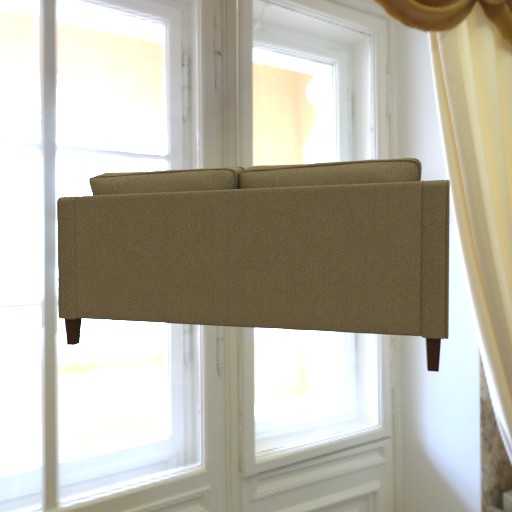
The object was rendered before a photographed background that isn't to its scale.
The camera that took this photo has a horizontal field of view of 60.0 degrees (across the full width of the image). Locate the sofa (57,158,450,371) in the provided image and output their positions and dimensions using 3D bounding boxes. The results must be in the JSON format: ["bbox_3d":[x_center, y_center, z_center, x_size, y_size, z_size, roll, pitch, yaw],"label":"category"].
[{"bbox_3d":[0.000,0.000,2.850,2.178,1.071,1.066,0,1,17],"label":"sofa"}]
